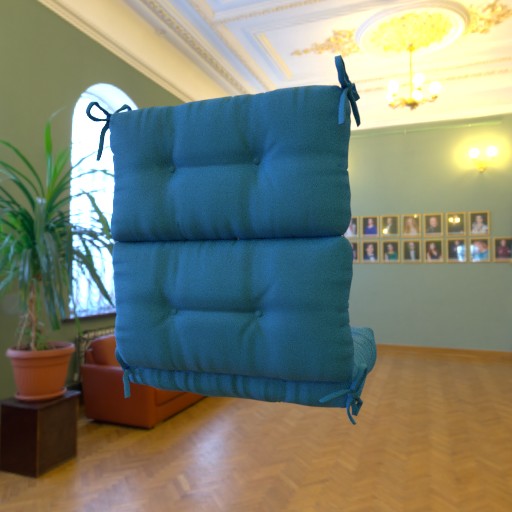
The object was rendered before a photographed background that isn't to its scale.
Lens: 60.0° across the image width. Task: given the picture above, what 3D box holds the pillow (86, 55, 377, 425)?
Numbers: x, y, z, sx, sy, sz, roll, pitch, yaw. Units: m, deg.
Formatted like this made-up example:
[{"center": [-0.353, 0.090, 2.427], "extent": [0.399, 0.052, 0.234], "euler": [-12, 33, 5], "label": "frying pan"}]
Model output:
[{"center": [0.000, 0.000, 1.003], "extent": [0.519, 0.605, 0.571], "euler": [-1, -2, 19], "label": "pillow"}]
